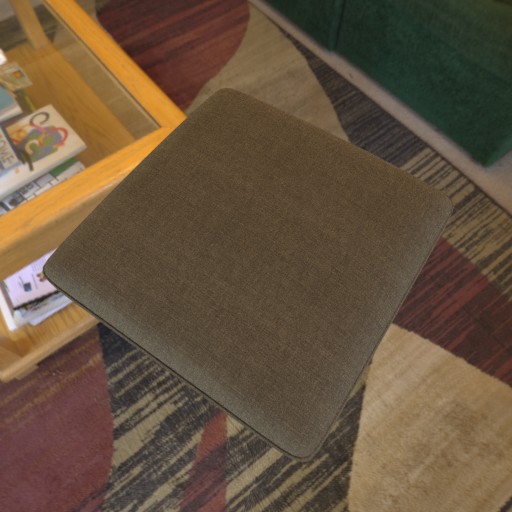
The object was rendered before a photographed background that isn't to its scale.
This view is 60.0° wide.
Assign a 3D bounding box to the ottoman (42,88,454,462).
[{"bbox_3d":[0.000,0.000,1.679,1.067,0.559,1.067,31,67,15],"label":"ottoman"}]
